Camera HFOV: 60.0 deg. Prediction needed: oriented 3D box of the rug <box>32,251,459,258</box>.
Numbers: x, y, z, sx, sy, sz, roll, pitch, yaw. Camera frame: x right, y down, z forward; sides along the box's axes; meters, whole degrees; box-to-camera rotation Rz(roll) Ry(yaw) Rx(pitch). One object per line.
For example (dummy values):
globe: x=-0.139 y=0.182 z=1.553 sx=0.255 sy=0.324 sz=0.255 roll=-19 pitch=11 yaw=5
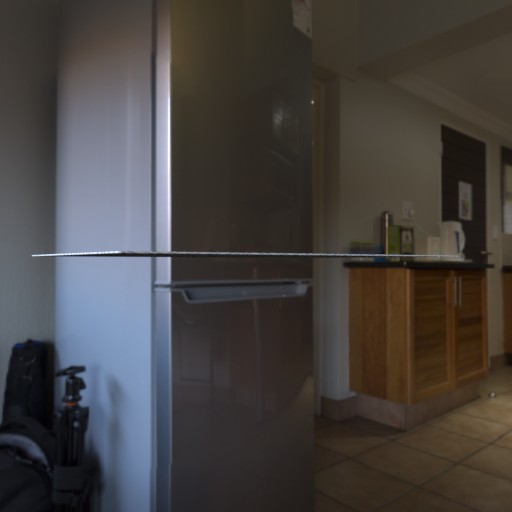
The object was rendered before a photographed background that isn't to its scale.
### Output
rug: x=0.000 y=0.000 z=2.975 sx=2.441 sy=0.008 sz=1.526 roll=0 pitch=-1 yaw=-38
